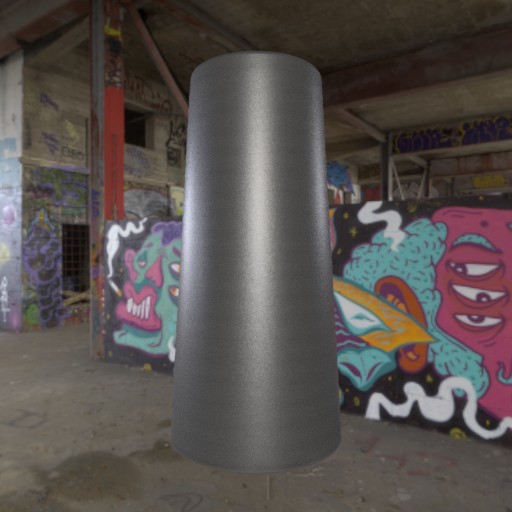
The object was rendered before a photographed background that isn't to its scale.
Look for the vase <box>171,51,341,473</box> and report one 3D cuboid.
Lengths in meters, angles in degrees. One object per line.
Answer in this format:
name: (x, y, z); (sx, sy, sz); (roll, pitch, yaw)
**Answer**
vase: (0.000, 0.000, 0.362); (0.136, 0.289, 0.136); (0, 0, -35)
